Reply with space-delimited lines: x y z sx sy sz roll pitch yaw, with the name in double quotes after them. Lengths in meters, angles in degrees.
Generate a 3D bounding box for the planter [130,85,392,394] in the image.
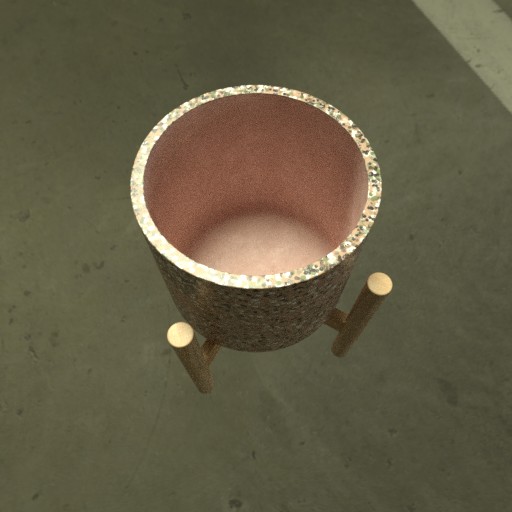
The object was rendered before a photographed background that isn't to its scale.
0.000 0.000 0.536 0.284 0.320 0.284 -34 68 -16 "planter"
